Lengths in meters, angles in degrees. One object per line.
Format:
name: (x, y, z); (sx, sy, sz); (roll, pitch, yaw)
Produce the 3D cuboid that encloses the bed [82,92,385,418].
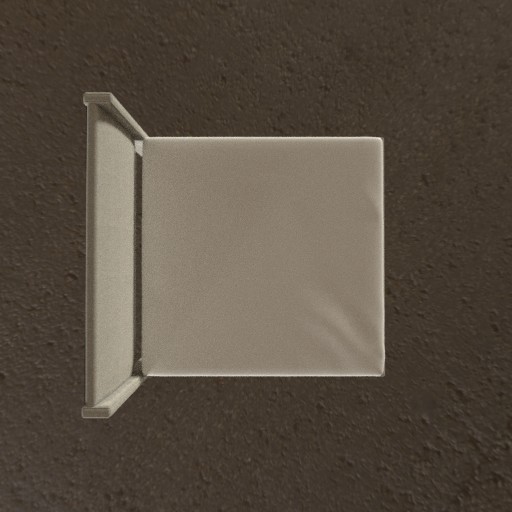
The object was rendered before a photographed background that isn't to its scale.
bed: (0.000, 0.000, 3.630); (2.280, 1.470, 2.140); (0, 89, 0)
